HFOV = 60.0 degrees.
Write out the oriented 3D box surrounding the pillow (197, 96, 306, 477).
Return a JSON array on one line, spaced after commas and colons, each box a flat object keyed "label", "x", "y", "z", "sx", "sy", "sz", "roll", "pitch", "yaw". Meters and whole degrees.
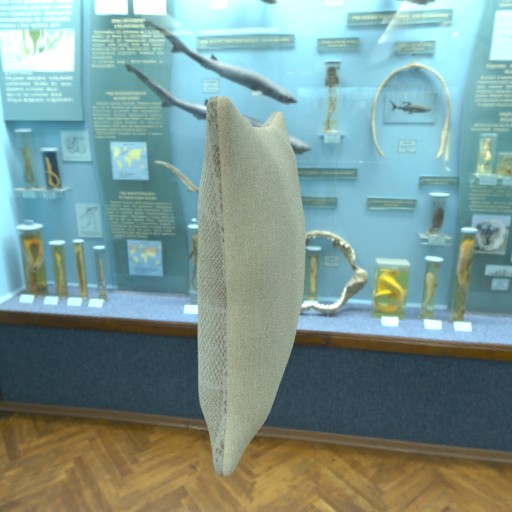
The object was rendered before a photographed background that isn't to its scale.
[{"label": "pillow", "x": 0.000, "y": 0.000, "z": 0.673, "sx": 0.138, "sy": 0.432, "sz": 0.436, "roll": 3, "pitch": 16, "yaw": 10}]
